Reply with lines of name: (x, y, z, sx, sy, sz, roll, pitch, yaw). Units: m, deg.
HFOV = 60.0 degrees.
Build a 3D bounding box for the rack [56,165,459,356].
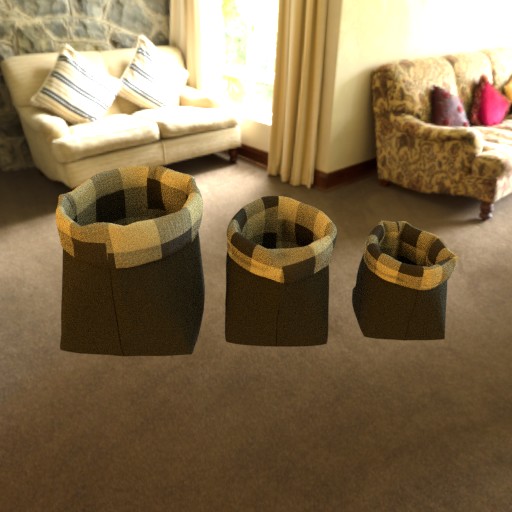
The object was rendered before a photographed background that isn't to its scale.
rack: (0.000, 0.000, 1.047, 0.889, 0.329, 0.370, 0, 31, 0)
